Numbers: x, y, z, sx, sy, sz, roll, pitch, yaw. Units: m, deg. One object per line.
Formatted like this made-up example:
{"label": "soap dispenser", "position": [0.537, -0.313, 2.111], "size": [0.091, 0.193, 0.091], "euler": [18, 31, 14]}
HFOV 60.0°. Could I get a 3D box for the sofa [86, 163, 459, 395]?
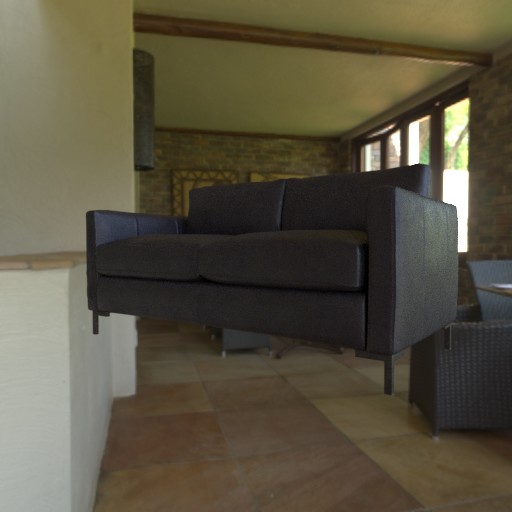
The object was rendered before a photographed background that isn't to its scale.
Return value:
{"label": "sofa", "position": [0.000, 0.000, 2.284], "size": [1.805, 0.883, 0.947], "euler": [1, 2, 34]}
